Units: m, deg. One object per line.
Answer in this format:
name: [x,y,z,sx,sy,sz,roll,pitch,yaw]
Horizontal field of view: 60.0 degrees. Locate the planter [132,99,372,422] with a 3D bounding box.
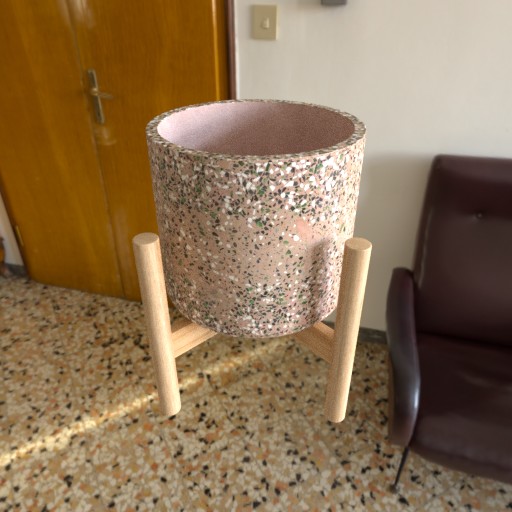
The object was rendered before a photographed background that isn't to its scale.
planter: [0.000,0.000,0.539,0.284,0.320,0.284,-11,33,-17]
